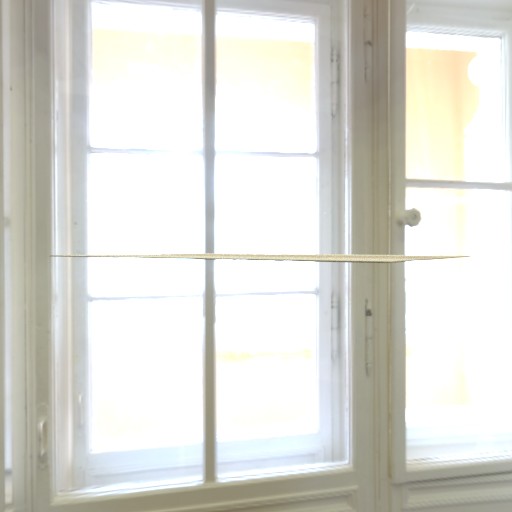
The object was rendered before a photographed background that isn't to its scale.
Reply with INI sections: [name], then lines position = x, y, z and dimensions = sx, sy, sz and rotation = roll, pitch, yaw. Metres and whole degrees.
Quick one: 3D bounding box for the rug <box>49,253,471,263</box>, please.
[rug]
position = 0.000, 0.000, 2.323
dimensions = 1.850, 0.006, 1.234
rotation = 1, 1, 36
